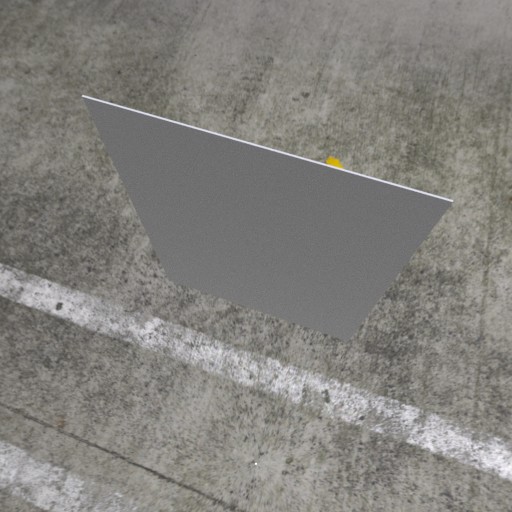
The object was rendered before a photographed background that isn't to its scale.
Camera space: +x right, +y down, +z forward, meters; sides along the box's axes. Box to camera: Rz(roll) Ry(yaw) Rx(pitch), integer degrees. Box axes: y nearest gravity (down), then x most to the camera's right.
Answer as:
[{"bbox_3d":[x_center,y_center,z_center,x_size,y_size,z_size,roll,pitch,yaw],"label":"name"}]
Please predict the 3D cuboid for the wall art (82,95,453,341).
[{"bbox_3d":[0.000,0.000,0.793,0.457,0.609,0.003,18,66,8],"label":"wall art"}]
